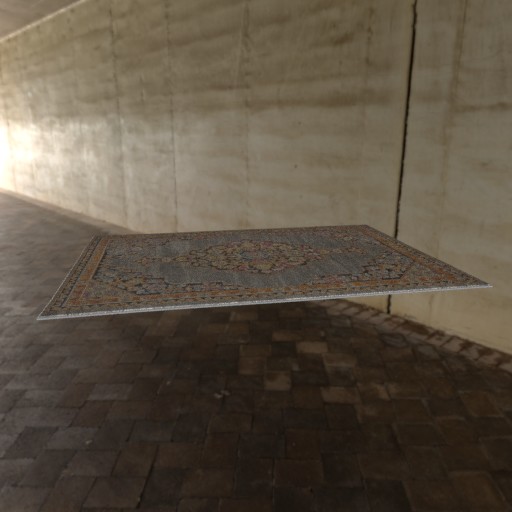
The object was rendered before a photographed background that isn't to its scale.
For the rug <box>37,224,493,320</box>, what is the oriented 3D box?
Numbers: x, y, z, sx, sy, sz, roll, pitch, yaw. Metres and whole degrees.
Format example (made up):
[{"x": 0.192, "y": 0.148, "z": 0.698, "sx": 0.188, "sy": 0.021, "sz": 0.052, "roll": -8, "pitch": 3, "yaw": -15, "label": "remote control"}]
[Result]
[{"x": 0.000, "y": 0.000, "z": 3.710, "sx": 2.901, "sy": 0.026, "sz": 2.043, "roll": -3, "pitch": 16, "yaw": -10, "label": "rug"}]
